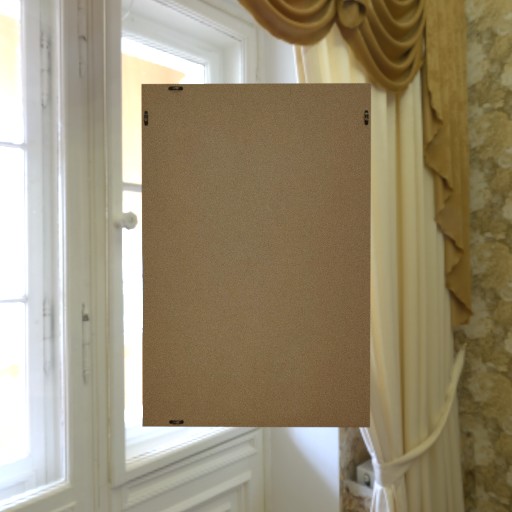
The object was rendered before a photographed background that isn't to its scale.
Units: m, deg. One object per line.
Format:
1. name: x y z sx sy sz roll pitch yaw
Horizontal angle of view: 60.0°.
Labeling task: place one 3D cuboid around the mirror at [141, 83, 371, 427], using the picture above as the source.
1. mirror: 0.000 0.000 1.195 0.609 0.915 0.040 0 1 0
